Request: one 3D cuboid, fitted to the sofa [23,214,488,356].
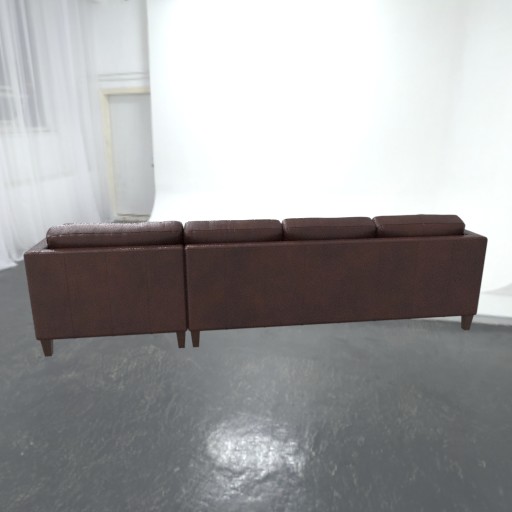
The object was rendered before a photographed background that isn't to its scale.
[{"bbox_3d":[0.000,0.000,3.839,3.203,0.883,1.581,-2,16,-7],"label":"sofa"}]
